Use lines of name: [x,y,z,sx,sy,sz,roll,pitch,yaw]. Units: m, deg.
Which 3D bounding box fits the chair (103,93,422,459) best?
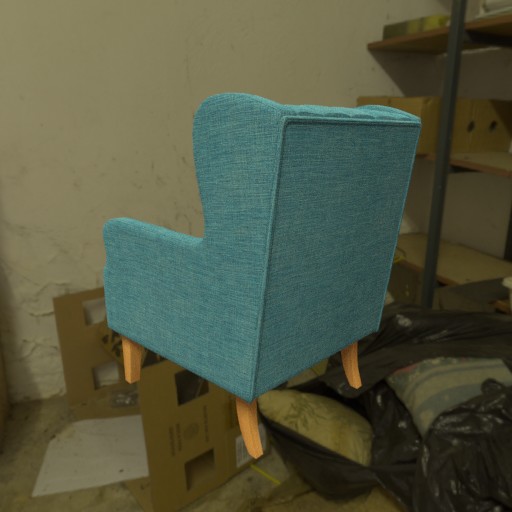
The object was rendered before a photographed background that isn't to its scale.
chair: [0.000,0.000,1.465,0.711,0.952,0.775,-14,21,-43]
